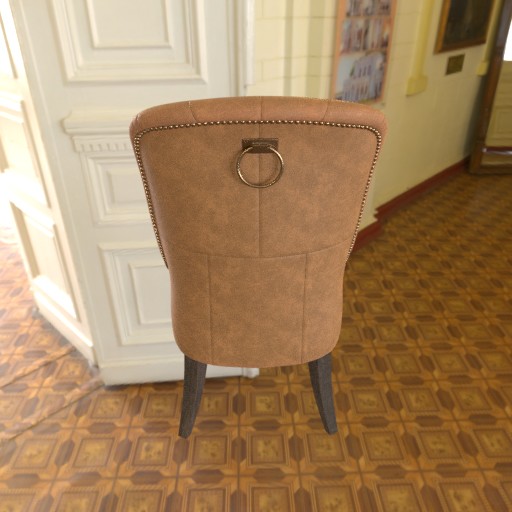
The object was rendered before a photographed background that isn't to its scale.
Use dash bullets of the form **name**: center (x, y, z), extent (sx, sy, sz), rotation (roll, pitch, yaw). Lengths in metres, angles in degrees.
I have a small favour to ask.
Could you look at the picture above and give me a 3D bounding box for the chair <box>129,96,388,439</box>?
- **chair**: center (0.000, 0.000, 1.449), extent (0.634, 1.091, 0.629), rotation (-1, 30, -2)
